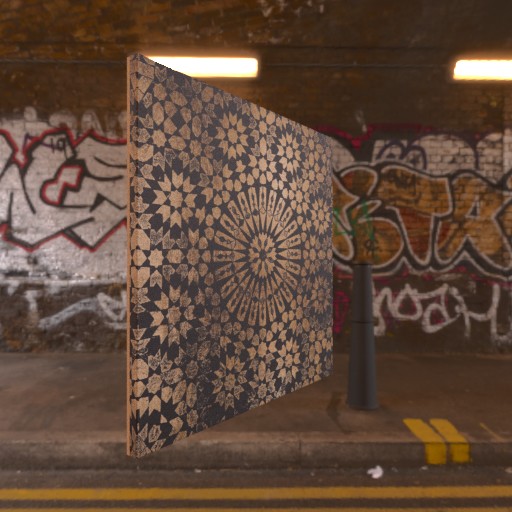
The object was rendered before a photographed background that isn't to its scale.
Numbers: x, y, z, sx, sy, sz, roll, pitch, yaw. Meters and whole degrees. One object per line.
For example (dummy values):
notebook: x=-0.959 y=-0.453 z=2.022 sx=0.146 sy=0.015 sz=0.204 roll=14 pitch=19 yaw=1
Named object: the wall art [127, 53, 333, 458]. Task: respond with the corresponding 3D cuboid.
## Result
wall art: x=0.000 y=0.000 z=1.365 sx=0.038 sy=0.914 sz=0.914 roll=0 pitch=0 yaw=38
